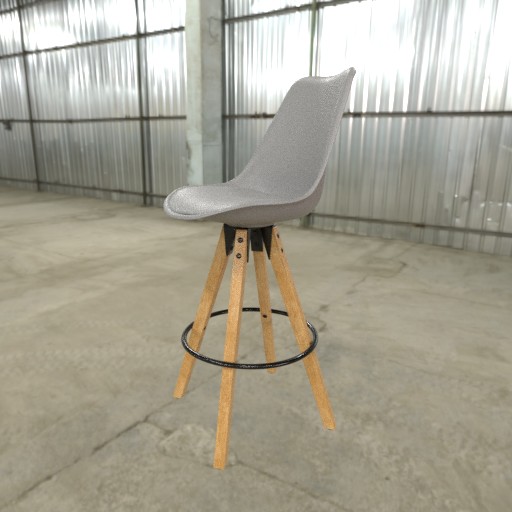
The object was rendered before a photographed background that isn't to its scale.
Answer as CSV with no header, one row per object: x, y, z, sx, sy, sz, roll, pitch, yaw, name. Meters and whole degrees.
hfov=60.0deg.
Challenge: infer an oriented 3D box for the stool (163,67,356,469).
0.000,0.000,1.406,0.550,1.115,0.485,-8,17,-26,stool
